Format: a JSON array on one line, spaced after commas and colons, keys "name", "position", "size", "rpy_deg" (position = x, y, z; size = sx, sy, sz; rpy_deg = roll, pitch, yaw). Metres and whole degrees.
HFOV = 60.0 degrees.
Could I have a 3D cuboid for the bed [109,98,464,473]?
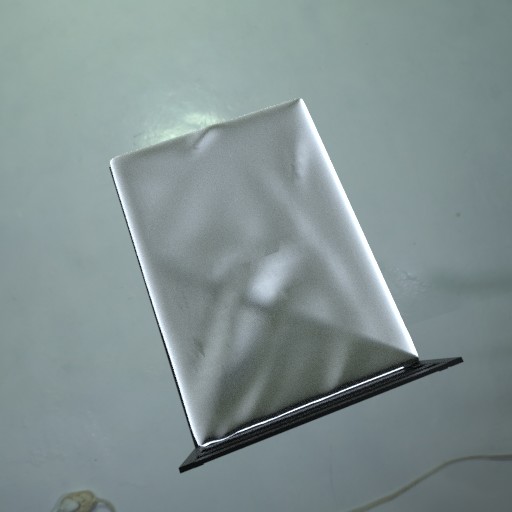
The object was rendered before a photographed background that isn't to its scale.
[{"name": "bed", "position": [0.000, 0.000, 2.919], "size": [1.524, 0.967, 2.062], "rpy_deg": [-19, 76, -5]}]
